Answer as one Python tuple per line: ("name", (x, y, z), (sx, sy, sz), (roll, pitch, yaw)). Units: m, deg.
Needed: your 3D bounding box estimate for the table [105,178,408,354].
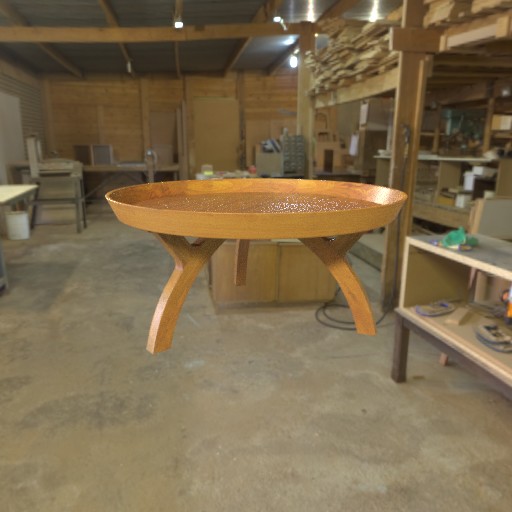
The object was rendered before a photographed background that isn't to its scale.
("table", (0.000, 0.000, 1.594), (1.016, 0.470, 1.016), (0, 15, 0))
